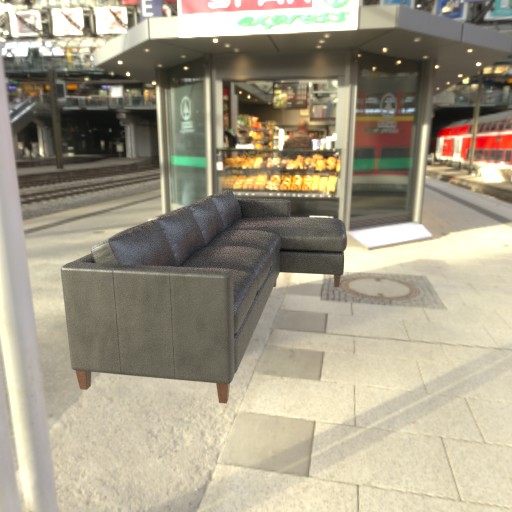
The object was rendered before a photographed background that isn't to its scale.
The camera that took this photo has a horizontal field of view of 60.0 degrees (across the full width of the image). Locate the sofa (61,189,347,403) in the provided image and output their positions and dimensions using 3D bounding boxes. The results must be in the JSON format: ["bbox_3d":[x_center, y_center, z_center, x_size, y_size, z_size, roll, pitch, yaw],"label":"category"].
[{"bbox_3d":[0.000,0.000,3.829,1.581,0.883,3.203,2,14,9],"label":"sofa"}]
